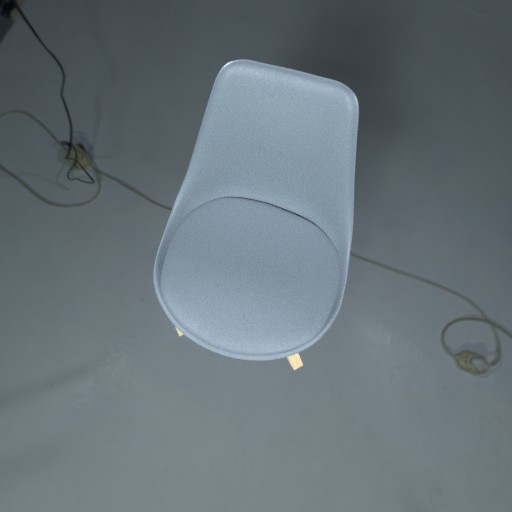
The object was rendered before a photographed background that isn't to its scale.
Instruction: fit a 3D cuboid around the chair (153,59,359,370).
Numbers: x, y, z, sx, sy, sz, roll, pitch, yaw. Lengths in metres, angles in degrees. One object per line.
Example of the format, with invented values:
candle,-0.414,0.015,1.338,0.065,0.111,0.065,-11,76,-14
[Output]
chair,0.000,0.000,1.195,0.485,0.850,0.549,15,75,4
